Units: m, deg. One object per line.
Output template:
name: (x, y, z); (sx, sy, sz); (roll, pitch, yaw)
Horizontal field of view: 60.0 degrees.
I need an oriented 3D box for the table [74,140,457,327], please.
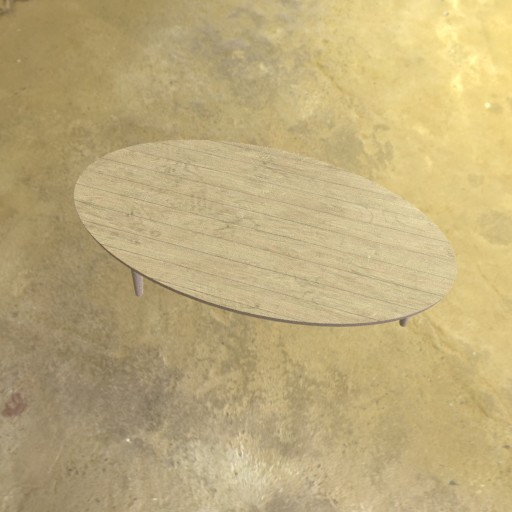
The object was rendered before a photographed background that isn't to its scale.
table: (0.000, 0.000, 1.389); (1.083, 0.390, 0.542); (15, 61, 9)
